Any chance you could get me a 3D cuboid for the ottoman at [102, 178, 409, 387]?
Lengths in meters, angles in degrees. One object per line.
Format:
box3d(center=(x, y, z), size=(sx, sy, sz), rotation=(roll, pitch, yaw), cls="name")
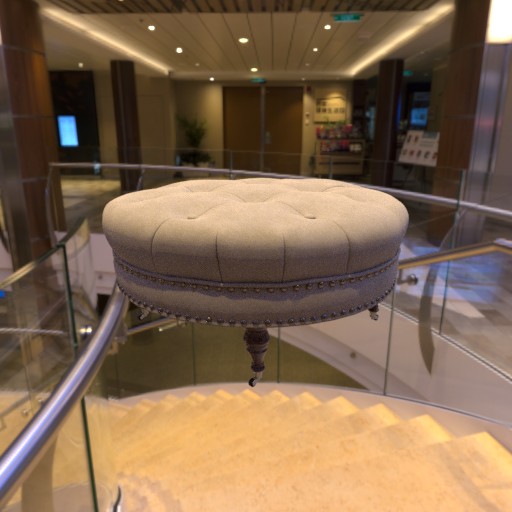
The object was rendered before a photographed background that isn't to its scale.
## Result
box3d(center=(0.000, 0.000, 1.396), size=(0.901, 0.439, 0.901), rotation=(0, 16, 0), cls="ottoman")
